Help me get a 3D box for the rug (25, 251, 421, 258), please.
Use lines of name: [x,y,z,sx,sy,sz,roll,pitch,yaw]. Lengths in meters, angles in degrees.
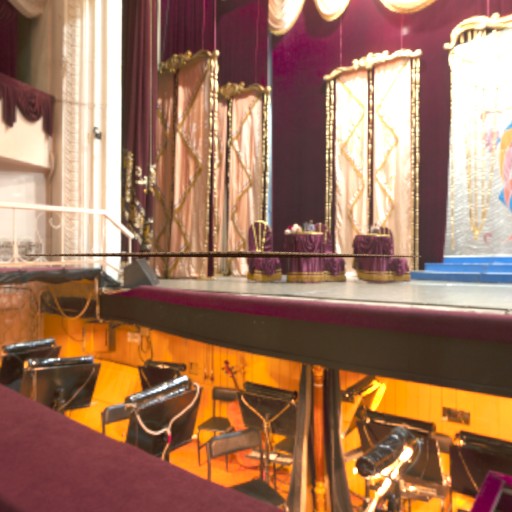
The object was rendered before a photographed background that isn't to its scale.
rug: [0.000,0.000,2.359,1.220,0.008,1.824,0,-1,35]
